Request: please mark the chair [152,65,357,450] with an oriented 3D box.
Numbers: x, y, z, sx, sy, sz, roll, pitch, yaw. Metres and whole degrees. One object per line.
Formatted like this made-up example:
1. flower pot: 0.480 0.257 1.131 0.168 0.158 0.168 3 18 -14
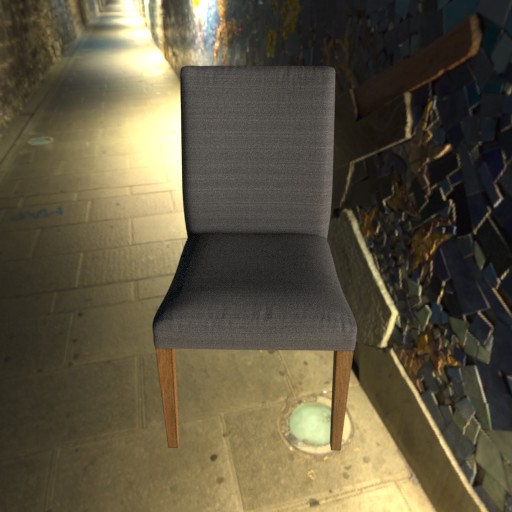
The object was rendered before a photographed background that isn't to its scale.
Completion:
1. chair: 0.000 0.000 1.271 0.496 0.940 0.585 1 32 1
